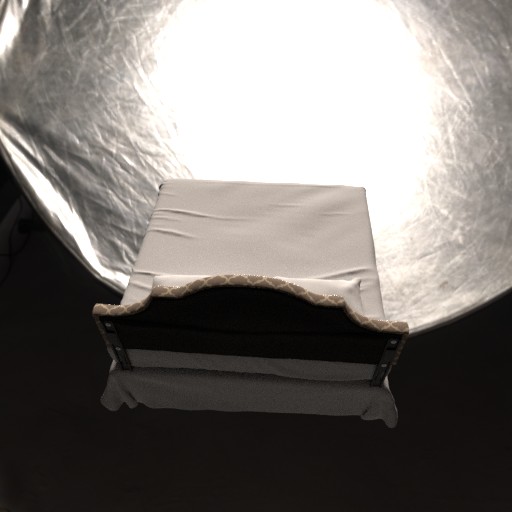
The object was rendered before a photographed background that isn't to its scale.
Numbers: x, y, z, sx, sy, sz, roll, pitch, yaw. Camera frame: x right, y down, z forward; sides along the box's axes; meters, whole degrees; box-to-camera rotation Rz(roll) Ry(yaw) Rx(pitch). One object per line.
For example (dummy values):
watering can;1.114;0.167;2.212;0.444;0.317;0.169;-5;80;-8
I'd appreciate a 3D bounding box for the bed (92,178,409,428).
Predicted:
bed;0.000;0.000;3.695;2.314;1.601;2.222;3;47;3
